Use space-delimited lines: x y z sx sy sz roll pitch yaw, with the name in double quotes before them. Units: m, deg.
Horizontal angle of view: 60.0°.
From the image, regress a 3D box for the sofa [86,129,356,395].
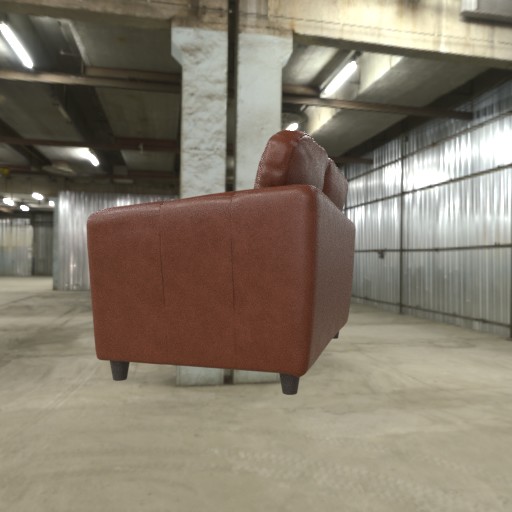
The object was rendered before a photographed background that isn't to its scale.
"sofa" 0.000 0.000 2.045 0.805 0.906 1.406 0 -1 17
